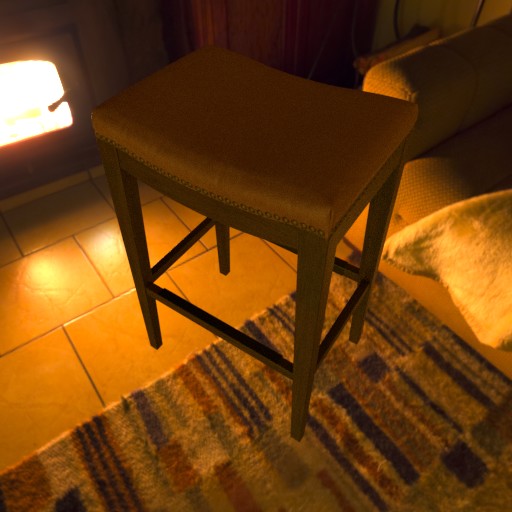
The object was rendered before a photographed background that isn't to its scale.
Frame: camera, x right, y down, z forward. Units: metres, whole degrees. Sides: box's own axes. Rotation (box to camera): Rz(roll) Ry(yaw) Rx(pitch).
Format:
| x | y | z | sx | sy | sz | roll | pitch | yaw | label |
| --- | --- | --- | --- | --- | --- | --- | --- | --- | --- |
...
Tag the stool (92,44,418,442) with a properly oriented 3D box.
| x | y | z | sx | sy | sz | roll | pitch | yaw | label |
| --- | --- | --- | --- | --- | --- | --- | --- | --- | --- |
| 0.000 | 0.000 | 1.026 | 0.500 | 0.759 | 0.361 | 26 | 52 | 22 | stool |
